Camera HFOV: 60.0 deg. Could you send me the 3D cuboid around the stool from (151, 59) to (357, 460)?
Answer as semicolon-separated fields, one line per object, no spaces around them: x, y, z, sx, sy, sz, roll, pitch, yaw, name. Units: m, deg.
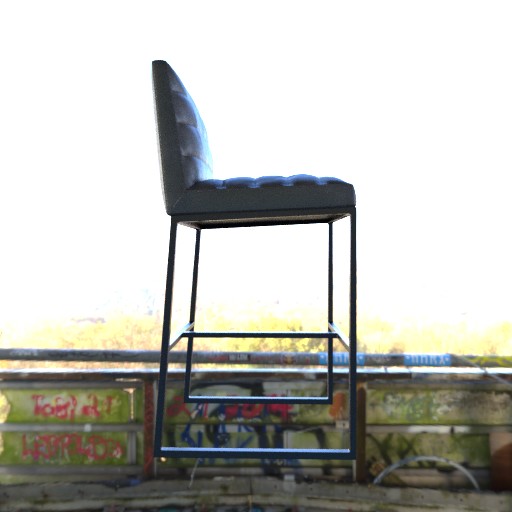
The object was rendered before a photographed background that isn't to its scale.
0.000;0.000;1.382;0.562;1.065;0.463;0;1;1;stool
